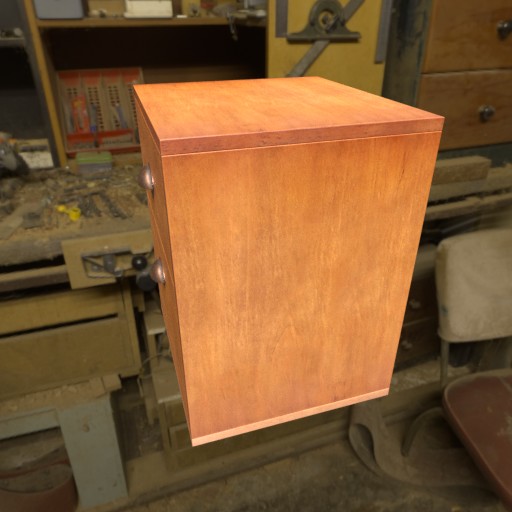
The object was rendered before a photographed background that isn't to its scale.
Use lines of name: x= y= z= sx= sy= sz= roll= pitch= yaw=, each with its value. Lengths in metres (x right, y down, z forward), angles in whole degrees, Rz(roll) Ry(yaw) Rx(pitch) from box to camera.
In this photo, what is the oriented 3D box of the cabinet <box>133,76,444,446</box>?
cabinet: x=0.000 y=0.000 z=0.853 sx=0.401 sy=0.579 sz=0.409 roll=-9 pitch=31 yaw=-15
